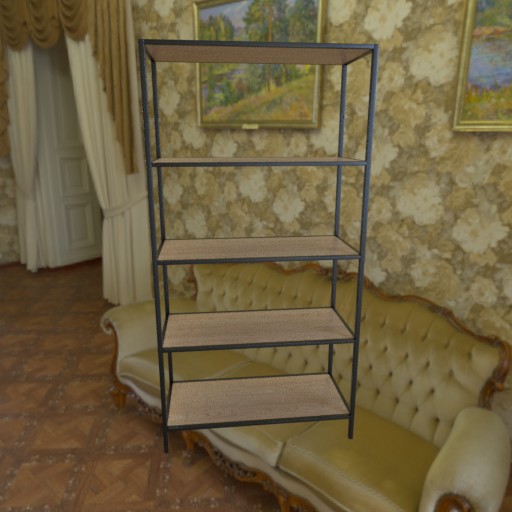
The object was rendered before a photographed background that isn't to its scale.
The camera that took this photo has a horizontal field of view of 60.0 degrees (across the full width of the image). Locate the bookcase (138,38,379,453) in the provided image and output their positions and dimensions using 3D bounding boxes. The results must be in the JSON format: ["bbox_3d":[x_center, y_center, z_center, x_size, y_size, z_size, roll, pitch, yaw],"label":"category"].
[{"bbox_3d":[0.000,0.000,1.766,0.770,1.500,0.350,-2,15,-6],"label":"bookcase"}]
